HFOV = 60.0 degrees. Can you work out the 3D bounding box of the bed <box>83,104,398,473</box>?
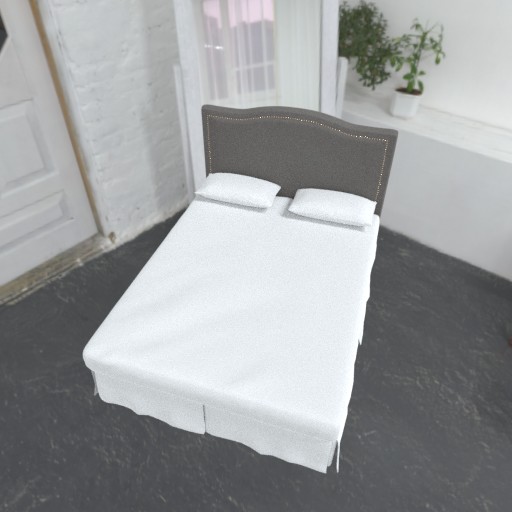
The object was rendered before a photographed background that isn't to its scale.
[{"bbox_3d":[0.000,0.000,3.387,1.821,1.436,2.282,12,43,13],"label":"bed"}]
